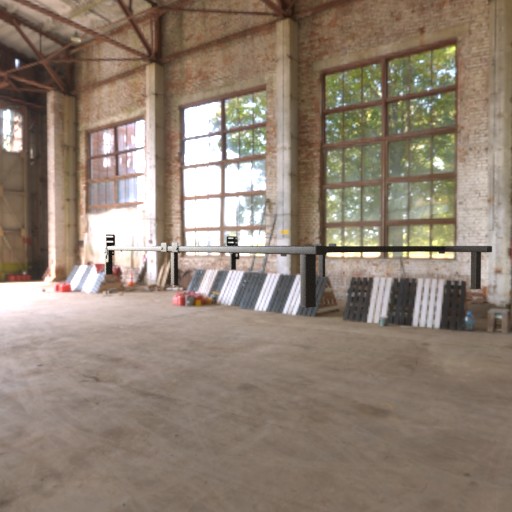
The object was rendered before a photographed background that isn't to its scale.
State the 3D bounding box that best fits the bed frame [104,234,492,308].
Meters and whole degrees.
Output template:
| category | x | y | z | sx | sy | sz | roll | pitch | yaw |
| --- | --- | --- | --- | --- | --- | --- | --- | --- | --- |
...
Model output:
| category | x | y | z | sx | sy | sz | roll | pitch | yaw |
| --- | --- | --- | --- | --- | --- | --- | --- | --- | --- |
| bed frame | 0.000 | 0.000 | 2.257 | 0.968 | 0.248 | 1.897 | -1 | 2 | -36 |
